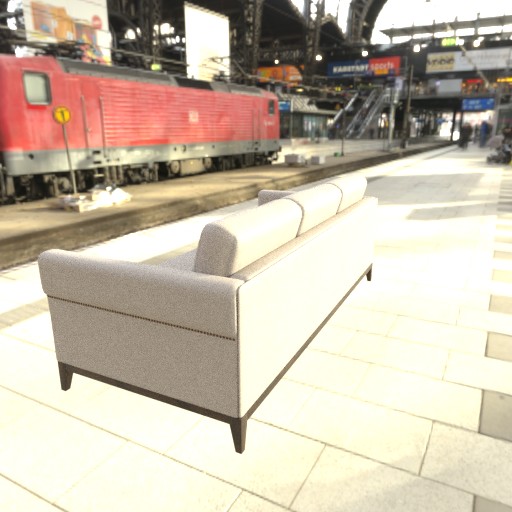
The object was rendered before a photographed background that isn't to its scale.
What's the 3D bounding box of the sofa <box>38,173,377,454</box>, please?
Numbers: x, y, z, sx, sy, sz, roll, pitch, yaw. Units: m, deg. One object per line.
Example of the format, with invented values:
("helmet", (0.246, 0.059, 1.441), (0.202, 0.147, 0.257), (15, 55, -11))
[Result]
("sofa", (0.000, 0.000, 2.652), (0.959, 0.838, 2.210), (8, 18, 25))
